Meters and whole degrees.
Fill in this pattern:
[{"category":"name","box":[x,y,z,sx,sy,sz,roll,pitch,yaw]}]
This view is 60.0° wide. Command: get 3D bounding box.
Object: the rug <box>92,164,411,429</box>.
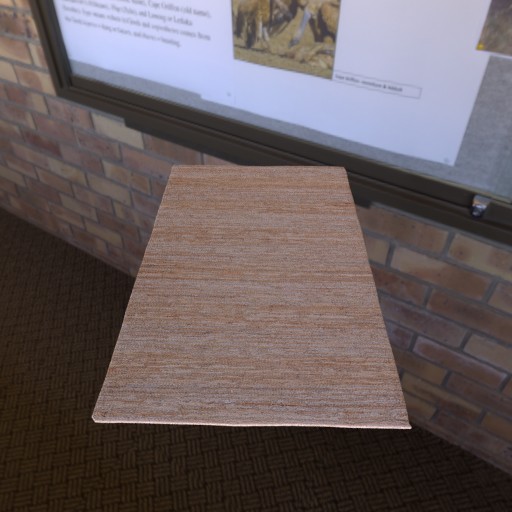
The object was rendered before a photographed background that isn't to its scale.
[{"category":"rug","box":[0.000,0.000,3.020,1.529,0.009,2.446,1,41,1]}]
